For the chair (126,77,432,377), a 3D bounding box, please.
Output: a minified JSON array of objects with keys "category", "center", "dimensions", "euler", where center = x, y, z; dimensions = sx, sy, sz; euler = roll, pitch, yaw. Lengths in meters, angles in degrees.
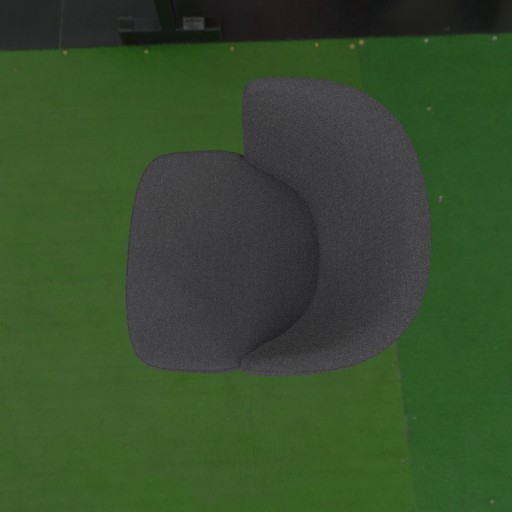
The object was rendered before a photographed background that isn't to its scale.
[{"category":"chair","center":[0.000,0.000,1.218],"dimensions":[0.698,0.695,0.639],"euler":[0,75,0]}]
